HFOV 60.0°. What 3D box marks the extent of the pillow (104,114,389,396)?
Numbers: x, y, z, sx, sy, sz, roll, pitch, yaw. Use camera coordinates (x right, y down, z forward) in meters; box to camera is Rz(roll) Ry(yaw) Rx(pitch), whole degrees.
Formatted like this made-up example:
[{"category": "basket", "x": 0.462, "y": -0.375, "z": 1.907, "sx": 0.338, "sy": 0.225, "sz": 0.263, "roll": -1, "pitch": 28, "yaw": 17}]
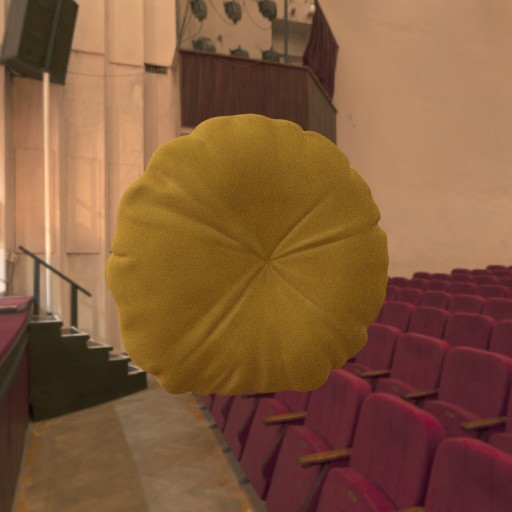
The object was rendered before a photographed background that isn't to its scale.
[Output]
[{"category": "pillow", "x": 0.000, "y": 0.000, "z": 0.659, "sx": 0.428, "sy": 0.407, "sz": 0.148, "roll": 0, "pitch": 0, "yaw": -17}]
